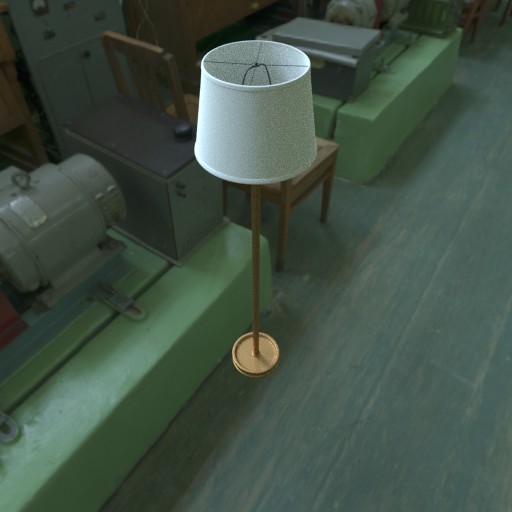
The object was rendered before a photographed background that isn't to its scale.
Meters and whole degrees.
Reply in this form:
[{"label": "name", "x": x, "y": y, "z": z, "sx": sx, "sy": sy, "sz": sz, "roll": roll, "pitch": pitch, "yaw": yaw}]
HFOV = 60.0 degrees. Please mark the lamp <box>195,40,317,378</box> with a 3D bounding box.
[{"label": "lamp", "x": 0.000, "y": 0.000, "z": 0.815, "sx": 0.178, "sy": 0.710, "sz": 0.178, "roll": 0, "pitch": 47, "yaw": 0}]
